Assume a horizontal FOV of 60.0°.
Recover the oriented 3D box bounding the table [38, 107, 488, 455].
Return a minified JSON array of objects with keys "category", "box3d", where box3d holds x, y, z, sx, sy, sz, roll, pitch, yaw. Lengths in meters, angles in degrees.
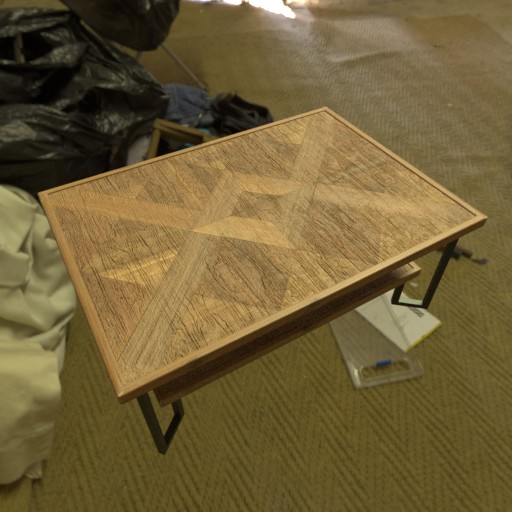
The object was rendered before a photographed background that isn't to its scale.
[{"category":"table","box3d":[0.000,0.000,1.658,1.238,0.492,0.877,-23,50,-21]}]
